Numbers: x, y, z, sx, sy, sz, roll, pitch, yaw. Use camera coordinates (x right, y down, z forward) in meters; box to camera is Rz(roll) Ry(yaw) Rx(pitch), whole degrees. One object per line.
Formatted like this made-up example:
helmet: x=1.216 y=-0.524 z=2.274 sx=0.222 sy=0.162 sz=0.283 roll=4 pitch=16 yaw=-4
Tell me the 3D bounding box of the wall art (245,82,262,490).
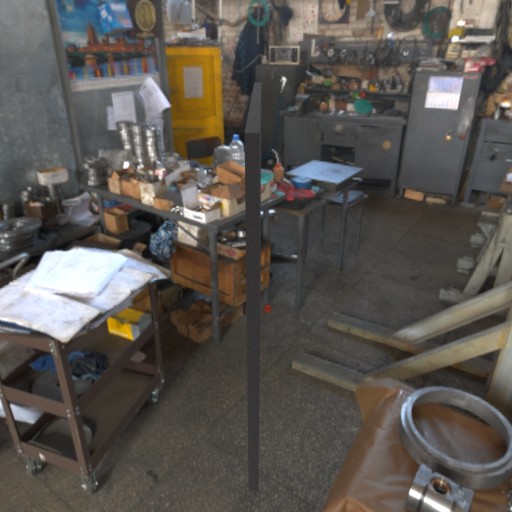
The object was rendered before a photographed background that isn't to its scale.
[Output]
wall art: x=0.000 y=0.000 z=0.681 sx=0.013 sy=0.458 sz=0.456 roll=0 pitch=26 yaw=1
